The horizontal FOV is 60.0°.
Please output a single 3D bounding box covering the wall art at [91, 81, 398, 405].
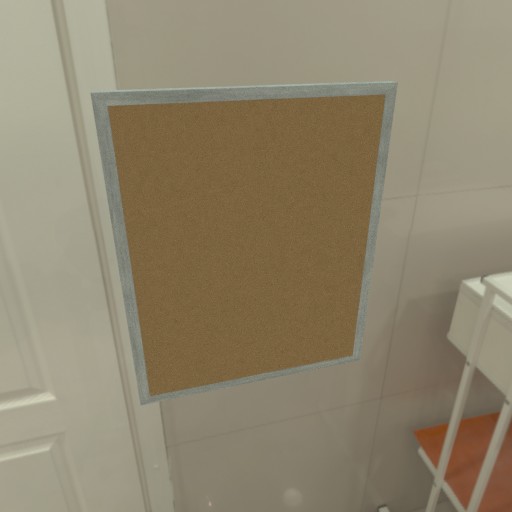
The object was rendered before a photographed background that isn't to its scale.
[{"bbox_3d":[0.000,0.000,0.809,0.479,0.582,0.022,-8,28,-14],"label":"wall art"}]
